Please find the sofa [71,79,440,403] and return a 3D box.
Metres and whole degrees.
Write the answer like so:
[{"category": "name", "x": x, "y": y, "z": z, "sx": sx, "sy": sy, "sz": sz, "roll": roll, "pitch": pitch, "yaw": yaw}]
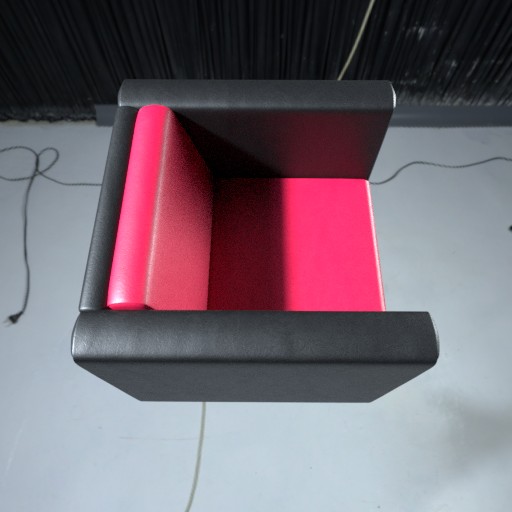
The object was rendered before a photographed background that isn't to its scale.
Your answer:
[{"category": "sofa", "x": 0.000, "y": 0.000, "z": 1.427, "sx": 0.809, "sy": 0.724, "sz": 0.839, "roll": 0, "pitch": 64, "yaw": 0}]
